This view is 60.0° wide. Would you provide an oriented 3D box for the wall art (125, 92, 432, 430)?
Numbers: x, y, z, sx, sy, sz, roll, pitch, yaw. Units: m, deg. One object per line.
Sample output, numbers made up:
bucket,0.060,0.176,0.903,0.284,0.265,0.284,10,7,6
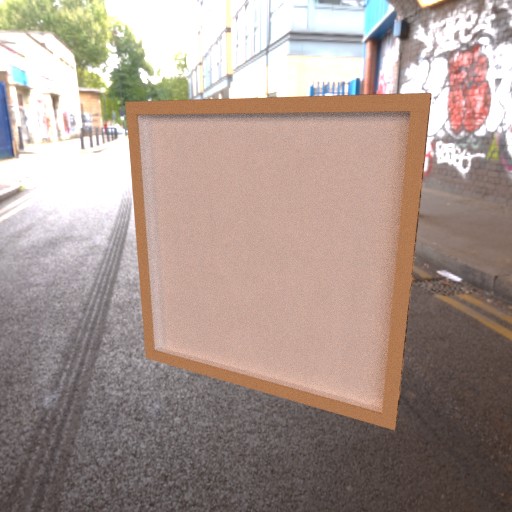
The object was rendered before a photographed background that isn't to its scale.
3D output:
wall art,0.000,0.000,1.357,0.914,0.914,0.038,8,18,26
